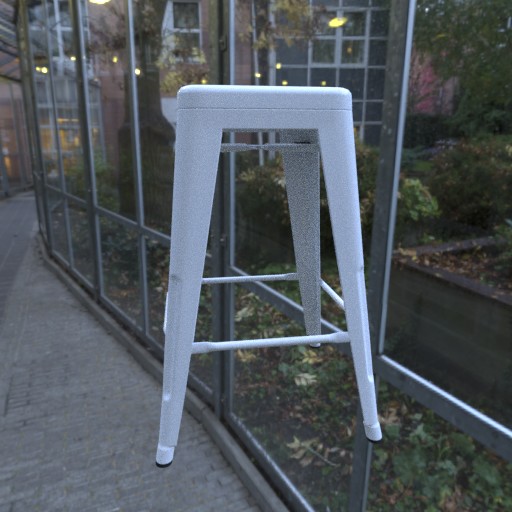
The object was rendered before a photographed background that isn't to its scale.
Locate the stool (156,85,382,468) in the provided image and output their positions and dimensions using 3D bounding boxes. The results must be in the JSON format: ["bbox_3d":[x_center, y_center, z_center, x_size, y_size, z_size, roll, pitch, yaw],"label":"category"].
[{"bbox_3d":[0.000,0.000,0.885,0.406,0.610,0.406,-2,15,-9],"label":"stool"}]
